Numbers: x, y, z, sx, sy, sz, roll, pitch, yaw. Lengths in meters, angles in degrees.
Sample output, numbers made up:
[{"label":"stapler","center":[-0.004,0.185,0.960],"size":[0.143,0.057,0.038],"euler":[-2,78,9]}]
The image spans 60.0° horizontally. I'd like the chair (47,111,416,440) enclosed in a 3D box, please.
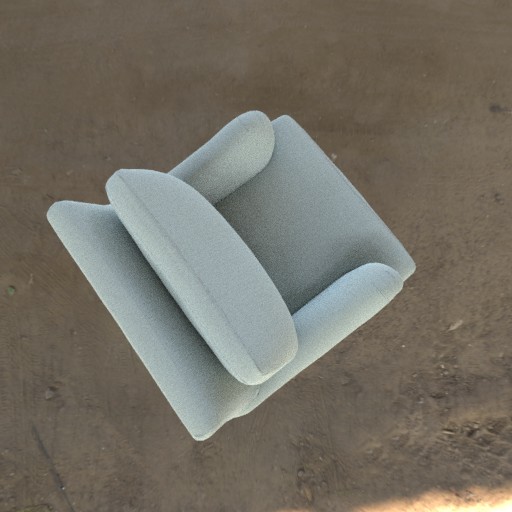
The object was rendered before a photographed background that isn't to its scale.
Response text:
[{"label":"chair","center":[0.000,0.000,1.866],"size":[1.070,1.038,0.955],"euler":[-36,79,-8]}]
